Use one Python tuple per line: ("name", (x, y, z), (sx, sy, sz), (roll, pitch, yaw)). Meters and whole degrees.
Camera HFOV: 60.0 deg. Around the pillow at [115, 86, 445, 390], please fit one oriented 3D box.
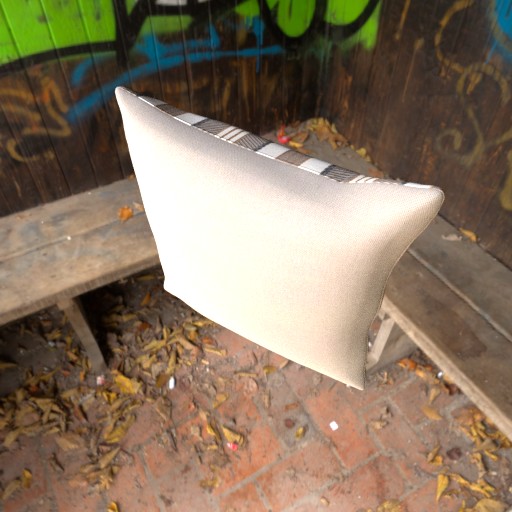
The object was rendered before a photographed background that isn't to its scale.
("pillow", (0.000, 0.000, 0.631), (0.416, 0.401, 0.173), (24, 51, 21))
